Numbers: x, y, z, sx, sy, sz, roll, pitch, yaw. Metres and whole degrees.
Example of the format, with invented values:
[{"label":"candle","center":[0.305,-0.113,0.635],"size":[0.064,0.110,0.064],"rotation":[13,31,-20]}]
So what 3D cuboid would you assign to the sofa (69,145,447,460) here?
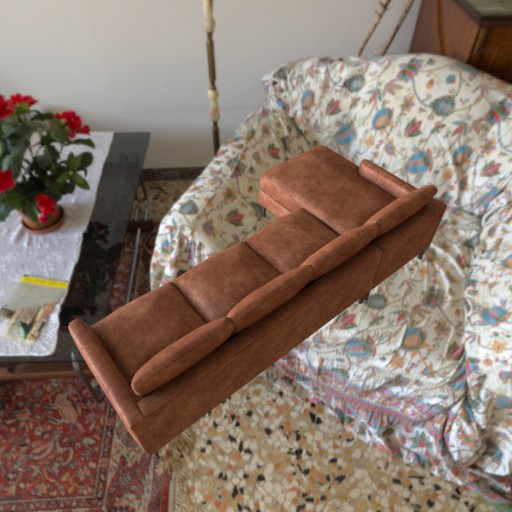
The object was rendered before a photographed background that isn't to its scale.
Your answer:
[{"label":"sofa","center":[0.000,0.000,3.630],"size":[2.993,0.859,1.471],"rotation":[-31,54,-25]}]
